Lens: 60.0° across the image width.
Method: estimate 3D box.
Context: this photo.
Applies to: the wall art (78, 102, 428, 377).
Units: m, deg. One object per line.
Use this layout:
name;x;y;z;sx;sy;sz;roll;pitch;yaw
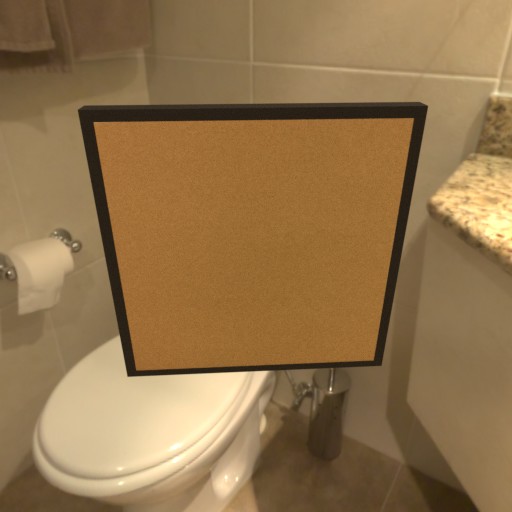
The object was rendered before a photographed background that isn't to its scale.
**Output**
wall art;0.000;0.000;0.777;0.508;0.507;0.033;-2;29;-3
